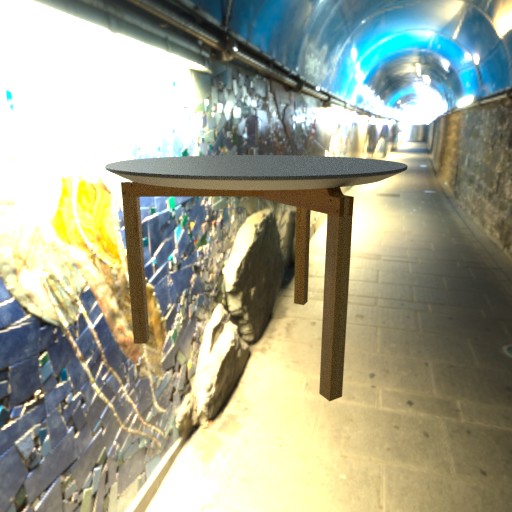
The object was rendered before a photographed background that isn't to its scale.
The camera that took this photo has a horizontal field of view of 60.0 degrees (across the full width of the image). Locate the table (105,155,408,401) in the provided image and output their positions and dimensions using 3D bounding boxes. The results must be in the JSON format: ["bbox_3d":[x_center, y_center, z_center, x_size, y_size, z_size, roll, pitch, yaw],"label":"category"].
[{"bbox_3d":[0.000,0.000,0.978,0.600,0.405,0.600,0,16,0],"label":"table"}]
